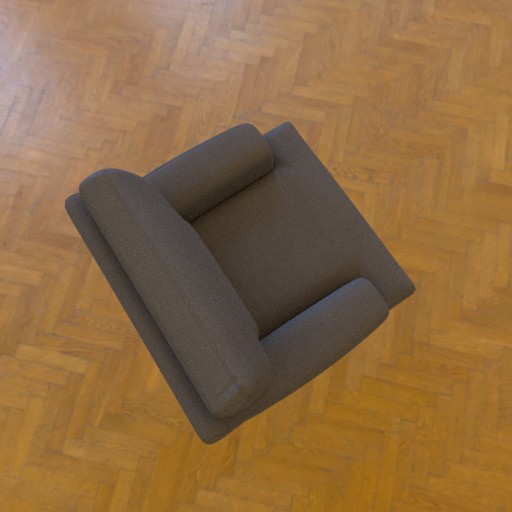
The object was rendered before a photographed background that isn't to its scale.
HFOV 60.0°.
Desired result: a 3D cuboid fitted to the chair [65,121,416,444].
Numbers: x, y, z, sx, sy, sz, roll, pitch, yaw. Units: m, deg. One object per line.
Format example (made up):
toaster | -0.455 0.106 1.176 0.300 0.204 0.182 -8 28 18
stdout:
chair | 0.000 0.000 2.025 1.143 0.940 1.168 -33 78 -8
